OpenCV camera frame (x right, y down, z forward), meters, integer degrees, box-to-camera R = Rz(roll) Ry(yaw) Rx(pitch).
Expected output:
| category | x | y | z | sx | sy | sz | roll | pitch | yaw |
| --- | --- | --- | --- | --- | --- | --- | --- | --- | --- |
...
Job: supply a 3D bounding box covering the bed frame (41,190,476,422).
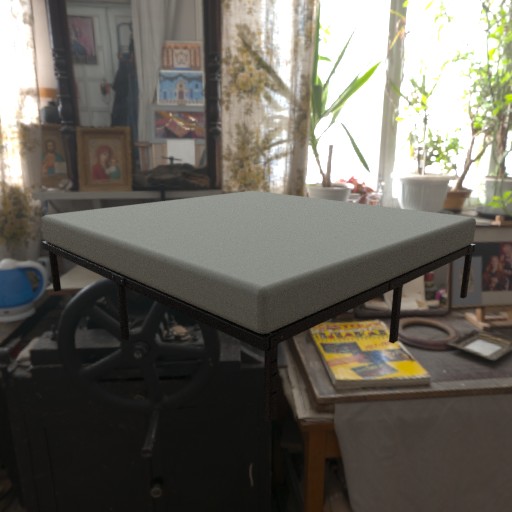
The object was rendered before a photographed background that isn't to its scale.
| category | x | y | z | sx | sy | sz | roll | pitch | yaw |
| --- | --- | --- | --- | --- | --- | --- | --- | --- | --- |
| bed frame | 0.000 | 0.000 | 3.741 | 2.526 | 0.680 | 2.635 | -15 | 21 | -43 |
